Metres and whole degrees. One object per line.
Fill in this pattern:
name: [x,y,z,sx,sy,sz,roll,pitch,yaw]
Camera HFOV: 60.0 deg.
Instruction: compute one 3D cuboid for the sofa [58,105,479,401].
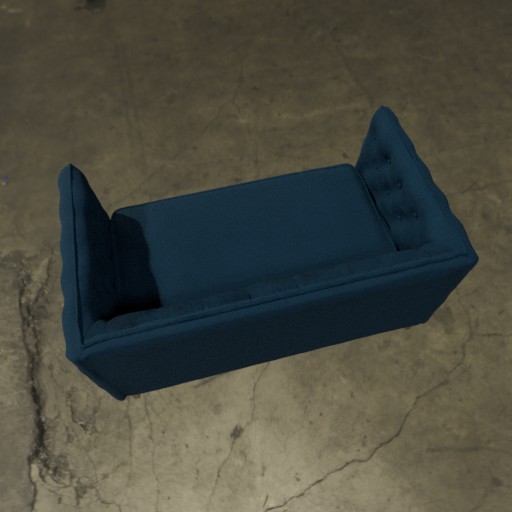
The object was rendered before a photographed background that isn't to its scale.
sofa: [0.000,0.000,2.118,1.583,0.810,0.909,-13,61,-7]
